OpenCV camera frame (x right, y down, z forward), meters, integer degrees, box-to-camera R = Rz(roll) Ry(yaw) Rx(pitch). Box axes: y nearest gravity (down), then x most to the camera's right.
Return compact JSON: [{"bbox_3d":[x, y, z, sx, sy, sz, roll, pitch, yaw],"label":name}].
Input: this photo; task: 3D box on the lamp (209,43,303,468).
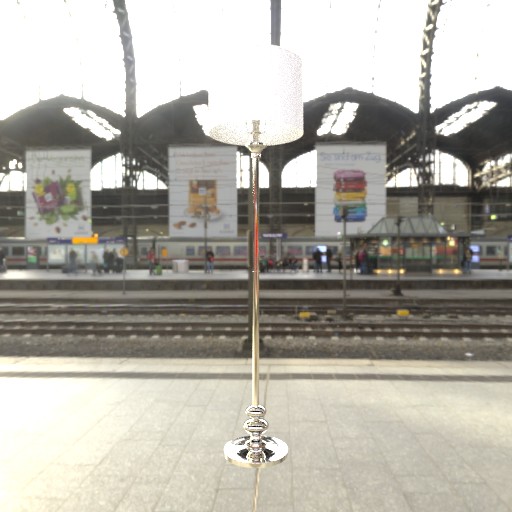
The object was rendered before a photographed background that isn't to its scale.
[{"bbox_3d":[0.000,0.000,1.674,0.356,1.487,0.356,0,0,1],"label":"lamp"}]
